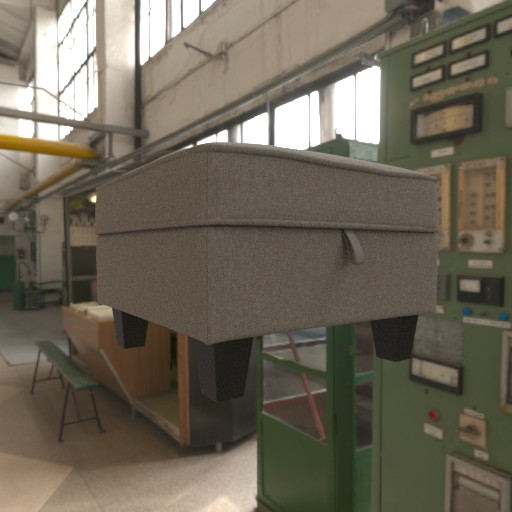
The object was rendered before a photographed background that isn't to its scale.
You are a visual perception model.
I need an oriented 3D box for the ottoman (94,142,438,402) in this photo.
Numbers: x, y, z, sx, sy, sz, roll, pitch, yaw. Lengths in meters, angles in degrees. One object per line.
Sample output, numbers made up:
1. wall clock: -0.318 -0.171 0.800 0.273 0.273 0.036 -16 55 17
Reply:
1. ottoman: 0.000 0.000 1.407 0.808 0.612 0.871 -1 1 -35
